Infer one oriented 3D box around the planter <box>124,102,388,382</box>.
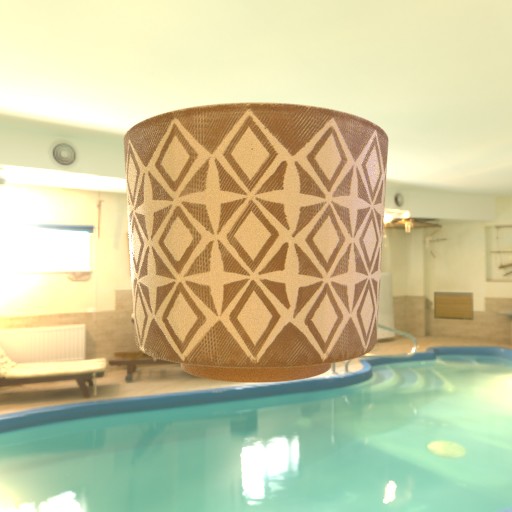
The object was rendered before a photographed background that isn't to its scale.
[{"bbox_3d":[0.000,0.000,0.452,0.260,0.220,0.260,0,-2,0],"label":"planter"}]
